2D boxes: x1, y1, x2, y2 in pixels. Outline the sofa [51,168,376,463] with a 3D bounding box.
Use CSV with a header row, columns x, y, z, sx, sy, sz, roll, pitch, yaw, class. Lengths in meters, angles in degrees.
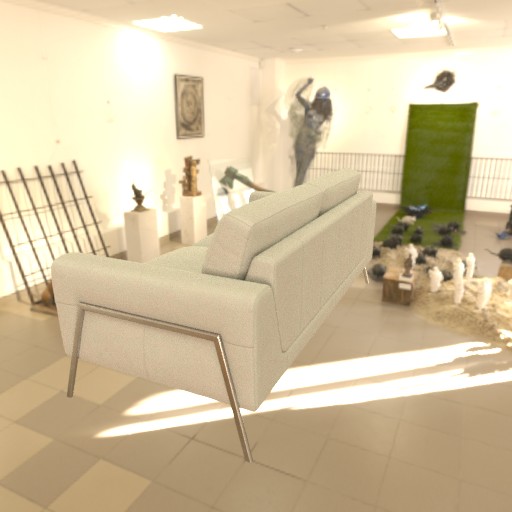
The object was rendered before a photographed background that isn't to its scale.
x,y,z,sx,sy,sz,roll,pitch,yaw,class
0.000,0.000,2.533,0.953,0.875,2.017,8,19,24,sofa
